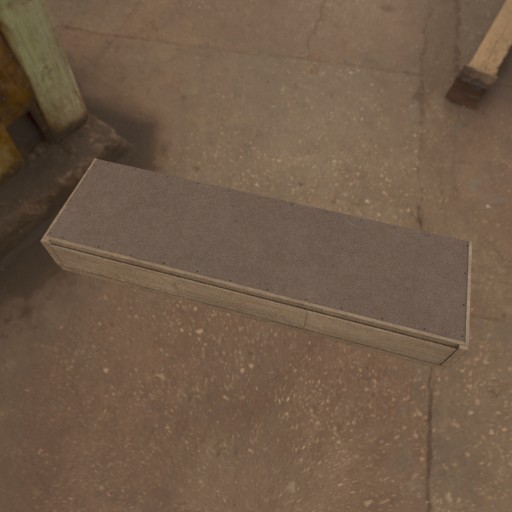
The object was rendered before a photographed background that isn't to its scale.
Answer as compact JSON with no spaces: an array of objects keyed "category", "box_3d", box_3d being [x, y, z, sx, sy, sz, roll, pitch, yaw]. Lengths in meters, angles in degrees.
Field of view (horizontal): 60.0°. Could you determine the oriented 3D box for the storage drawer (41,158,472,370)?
[{"category":"storage drawer","box_3d":[0.000,0.000,2.327,2.072,0.274,0.591,14,59,8]}]
